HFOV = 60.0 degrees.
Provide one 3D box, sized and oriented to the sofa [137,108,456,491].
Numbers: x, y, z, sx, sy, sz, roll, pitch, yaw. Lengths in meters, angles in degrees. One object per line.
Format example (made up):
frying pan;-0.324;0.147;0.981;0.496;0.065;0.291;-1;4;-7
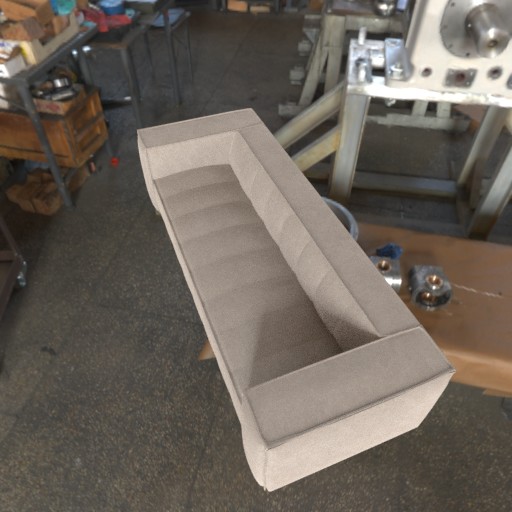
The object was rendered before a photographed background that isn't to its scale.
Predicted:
sofa;0.000;0.000;3.021;1.038;0.680;2.697;-16;49;-15
